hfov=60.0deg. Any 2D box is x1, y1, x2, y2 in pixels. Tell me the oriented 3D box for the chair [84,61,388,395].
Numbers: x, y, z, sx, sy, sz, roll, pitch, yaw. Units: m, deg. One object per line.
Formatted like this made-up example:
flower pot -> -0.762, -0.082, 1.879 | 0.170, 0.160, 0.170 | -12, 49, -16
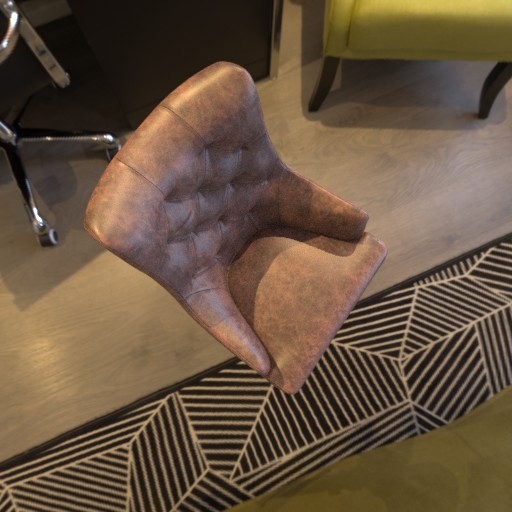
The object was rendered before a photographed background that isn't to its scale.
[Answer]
chair -> 0.000, 0.000, 1.532 | 0.762, 1.035, 0.641 | 34, 79, 8
